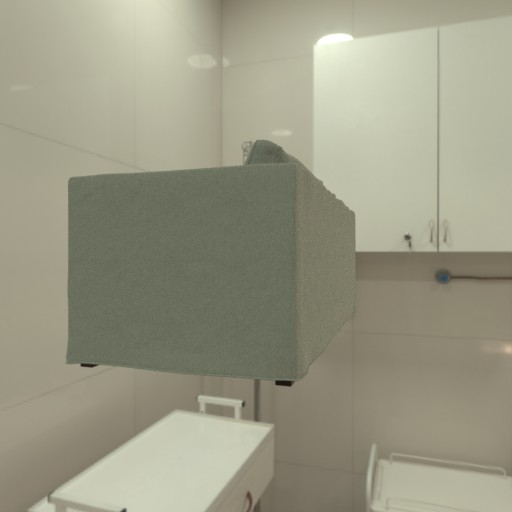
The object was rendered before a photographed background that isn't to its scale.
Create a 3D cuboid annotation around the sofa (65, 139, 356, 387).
[{"bbox_3d":[0.000,0.000,2.500,0.940,0.870,1.987,0,0,18],"label":"sofa"}]
